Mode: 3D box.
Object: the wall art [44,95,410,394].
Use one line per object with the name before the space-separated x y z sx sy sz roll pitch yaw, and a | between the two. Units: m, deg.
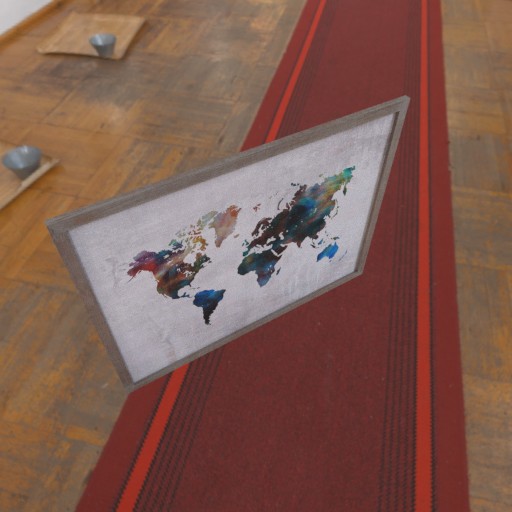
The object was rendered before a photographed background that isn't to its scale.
wall art | 0.000 0.000 1.373 1.012 0.774 0.019 -24 52 -20
